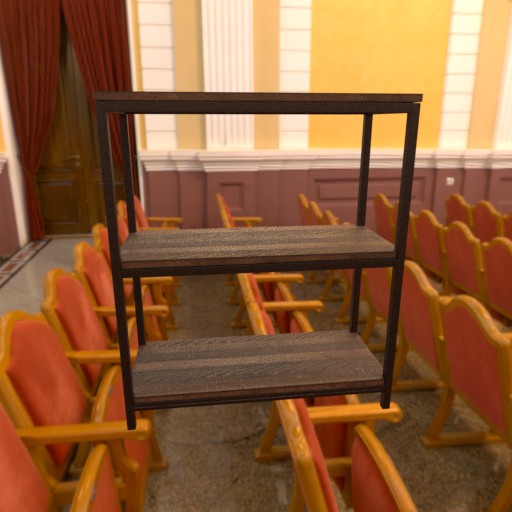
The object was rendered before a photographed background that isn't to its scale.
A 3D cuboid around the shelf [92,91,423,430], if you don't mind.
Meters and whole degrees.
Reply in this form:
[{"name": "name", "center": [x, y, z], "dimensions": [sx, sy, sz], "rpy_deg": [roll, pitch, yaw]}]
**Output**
[{"name": "shelf", "center": [0.000, 0.000, 1.395], "dimensions": [0.822, 0.947, 0.352], "rpy_deg": [-2, 17, -7]}]
